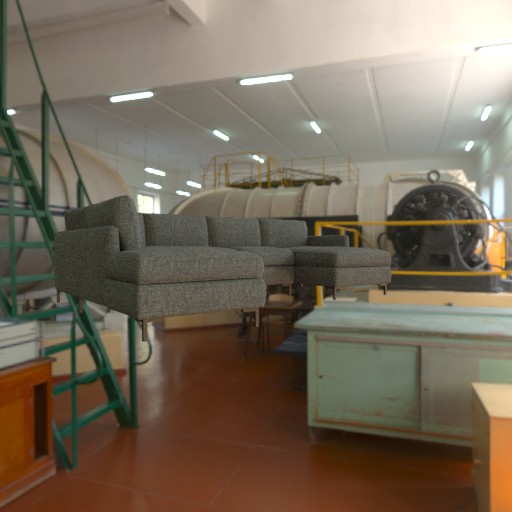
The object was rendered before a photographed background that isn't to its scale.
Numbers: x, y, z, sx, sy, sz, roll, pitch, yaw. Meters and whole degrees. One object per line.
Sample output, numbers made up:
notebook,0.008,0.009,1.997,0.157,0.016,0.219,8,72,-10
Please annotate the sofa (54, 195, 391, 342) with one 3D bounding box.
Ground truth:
sofa,0.000,0.000,3.608,2.737,0.756,1.879,-1,1,-36
